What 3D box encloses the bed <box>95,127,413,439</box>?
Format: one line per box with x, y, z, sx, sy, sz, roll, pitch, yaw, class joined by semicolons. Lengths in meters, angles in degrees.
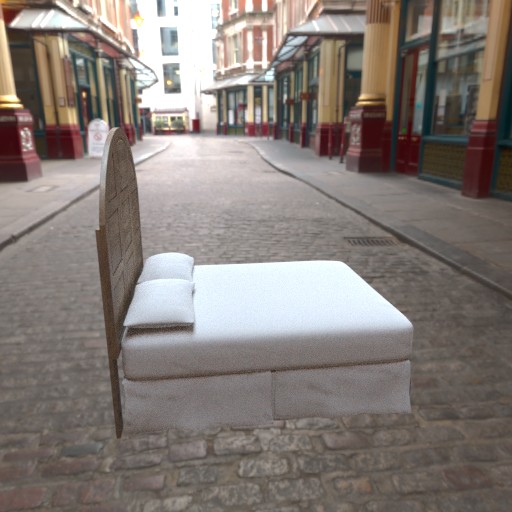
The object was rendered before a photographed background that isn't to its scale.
0.000;0.000;3.597;2.112;2.002;1.713;-2;16;-8;bed
